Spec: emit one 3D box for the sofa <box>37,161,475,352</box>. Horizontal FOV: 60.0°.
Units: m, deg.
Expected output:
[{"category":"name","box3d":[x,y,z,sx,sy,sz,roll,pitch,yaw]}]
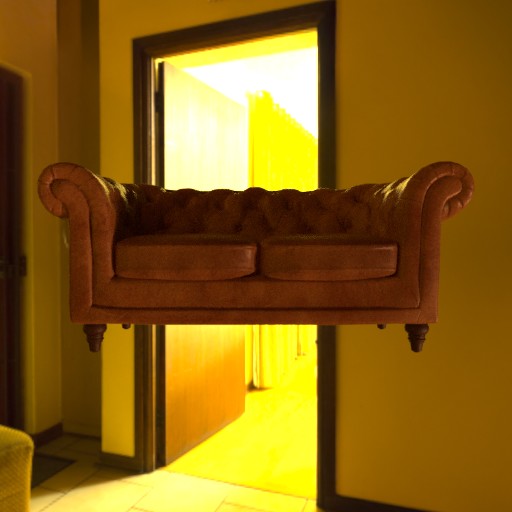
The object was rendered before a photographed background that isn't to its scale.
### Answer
[{"category":"sofa","box3d":[0.000,0.000,2.456,1.979,0.877,1.042,0,1,0]}]
